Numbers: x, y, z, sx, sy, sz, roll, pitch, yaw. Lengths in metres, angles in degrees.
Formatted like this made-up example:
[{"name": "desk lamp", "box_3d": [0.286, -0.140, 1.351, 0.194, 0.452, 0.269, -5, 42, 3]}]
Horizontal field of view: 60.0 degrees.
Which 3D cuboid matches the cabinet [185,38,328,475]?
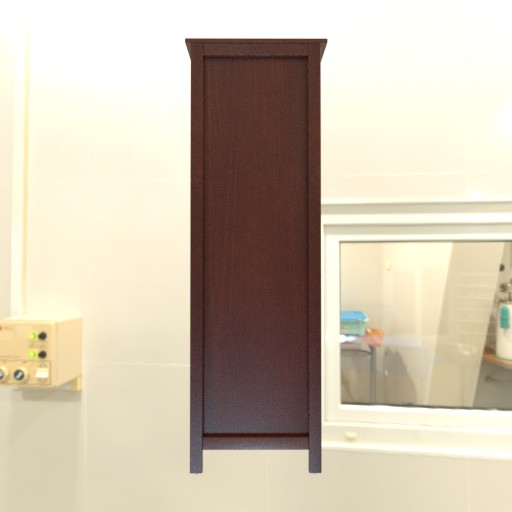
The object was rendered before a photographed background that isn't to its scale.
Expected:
[{"name": "cabinet", "box_3d": [0.000, 0.000, 1.739, 0.500, 1.518, 0.401, 0, -1, 0]}]
